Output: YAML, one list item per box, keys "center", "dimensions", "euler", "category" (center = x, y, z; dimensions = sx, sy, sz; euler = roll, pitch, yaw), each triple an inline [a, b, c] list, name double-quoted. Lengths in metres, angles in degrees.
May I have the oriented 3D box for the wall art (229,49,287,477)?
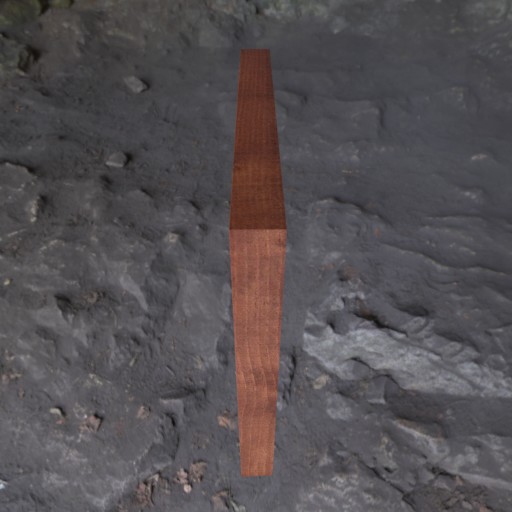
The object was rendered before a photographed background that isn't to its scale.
- center: [0.000, 0.000, 0.565]
  dimensions: [0.038, 0.385, 0.386]
  euler: [0, 41, 0]
  category: "wall art"
